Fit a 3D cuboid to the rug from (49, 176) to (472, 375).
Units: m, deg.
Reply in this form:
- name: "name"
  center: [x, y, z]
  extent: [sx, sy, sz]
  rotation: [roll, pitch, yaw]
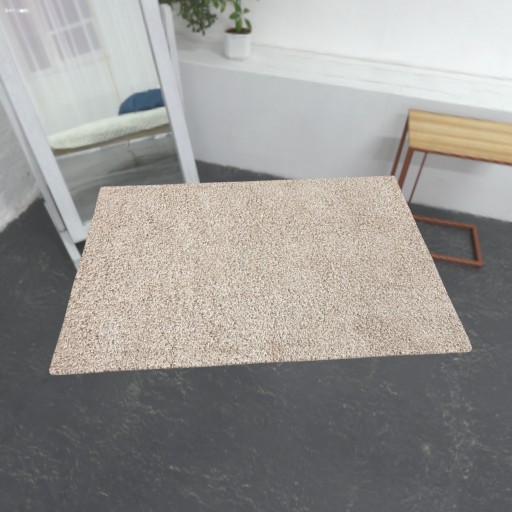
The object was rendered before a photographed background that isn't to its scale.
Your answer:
- name: "rug"
  center: [0.000, 0.000, 2.267]
  extent: [1.778, 0.030, 1.219]
  rotation: [-3, 47, -2]
